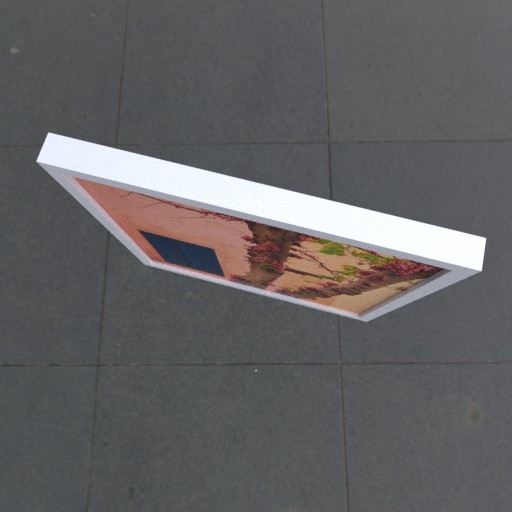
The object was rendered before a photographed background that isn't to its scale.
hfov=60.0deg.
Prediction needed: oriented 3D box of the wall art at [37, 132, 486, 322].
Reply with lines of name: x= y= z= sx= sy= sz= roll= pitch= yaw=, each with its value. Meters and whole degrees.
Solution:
wall art: x=0.000 y=0.000 z=0.739 sx=0.507 sy=0.508 sz=0.038 roll=14 pitch=76 yaw=4
